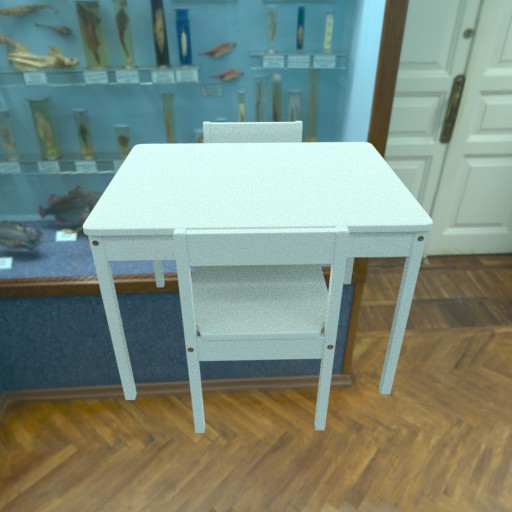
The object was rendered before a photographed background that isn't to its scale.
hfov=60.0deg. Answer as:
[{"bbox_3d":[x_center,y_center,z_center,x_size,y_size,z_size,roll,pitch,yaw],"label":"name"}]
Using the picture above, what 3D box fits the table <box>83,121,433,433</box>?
[{"bbox_3d":[0.000,0.000,1.130,0.650,0.503,0.672,-1,32,-1],"label":"table"}]
